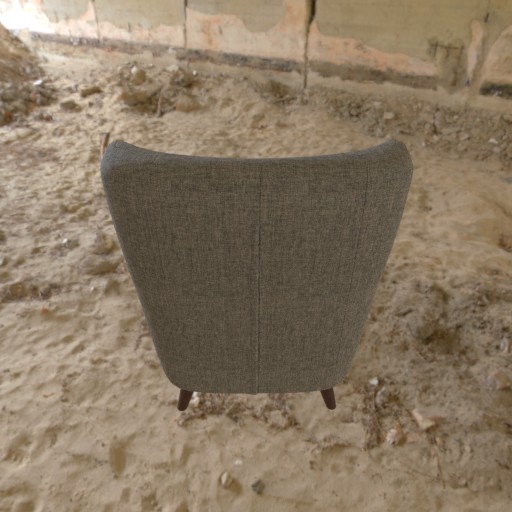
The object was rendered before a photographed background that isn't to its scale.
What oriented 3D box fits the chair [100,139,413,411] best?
[{"bbox_3d":[0.000,0.000,1.737,0.878,1.063,0.904,0,32,-1],"label":"chair"}]
